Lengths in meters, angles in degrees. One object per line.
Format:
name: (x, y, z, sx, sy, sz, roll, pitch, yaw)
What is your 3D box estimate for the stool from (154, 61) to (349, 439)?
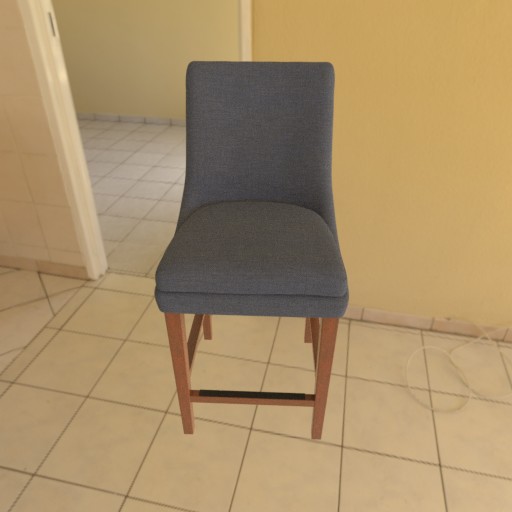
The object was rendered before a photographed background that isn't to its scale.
stool: (0.000, 0.000, 1.300, 0.470, 0.981, 0.577, 1, 33, 2)
